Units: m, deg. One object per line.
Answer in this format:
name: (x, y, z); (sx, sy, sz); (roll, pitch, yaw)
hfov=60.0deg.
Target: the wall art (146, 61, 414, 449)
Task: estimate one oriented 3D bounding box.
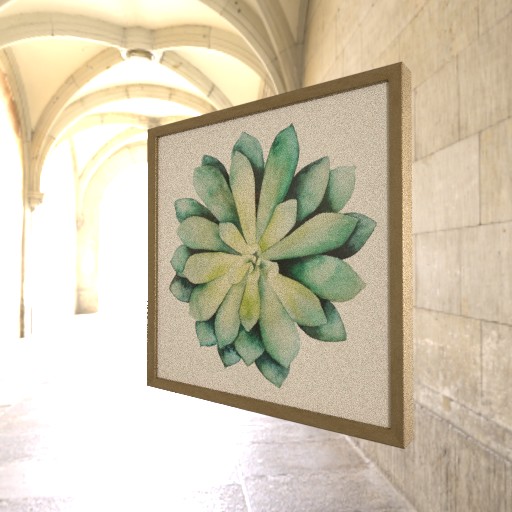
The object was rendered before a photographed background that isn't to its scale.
wall art: (0.000, 0.000, 0.741); (0.503, 0.506, 0.040); (-1, -1, 36)
